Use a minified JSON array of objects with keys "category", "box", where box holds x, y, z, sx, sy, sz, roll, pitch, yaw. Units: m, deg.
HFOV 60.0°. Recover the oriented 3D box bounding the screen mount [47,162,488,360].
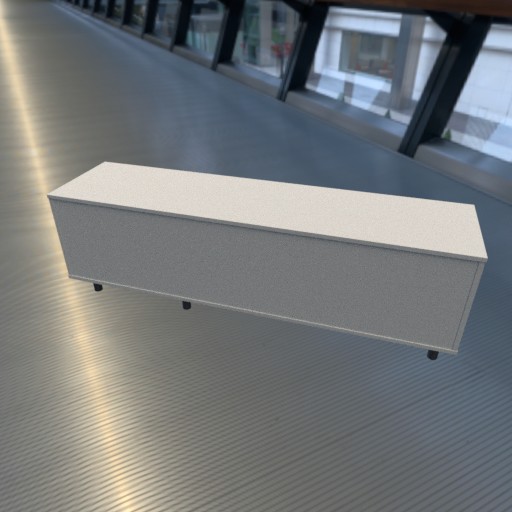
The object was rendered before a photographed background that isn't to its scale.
[{"category":"screen mount","box":[0.000,0.000,1.850,1.600,0.520,0.418,9,33,15]}]
